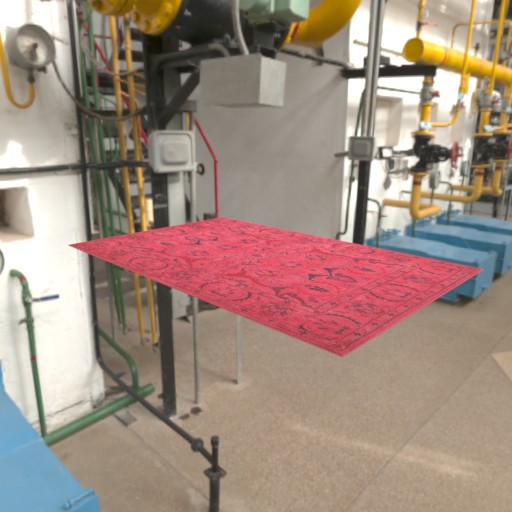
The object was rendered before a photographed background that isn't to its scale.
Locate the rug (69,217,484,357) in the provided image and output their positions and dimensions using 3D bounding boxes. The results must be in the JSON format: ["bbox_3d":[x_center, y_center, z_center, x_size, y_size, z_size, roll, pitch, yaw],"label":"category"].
[{"bbox_3d":[0.000,0.000,3.019,2.423,0.010,1.534,15,22,42],"label":"rug"}]
